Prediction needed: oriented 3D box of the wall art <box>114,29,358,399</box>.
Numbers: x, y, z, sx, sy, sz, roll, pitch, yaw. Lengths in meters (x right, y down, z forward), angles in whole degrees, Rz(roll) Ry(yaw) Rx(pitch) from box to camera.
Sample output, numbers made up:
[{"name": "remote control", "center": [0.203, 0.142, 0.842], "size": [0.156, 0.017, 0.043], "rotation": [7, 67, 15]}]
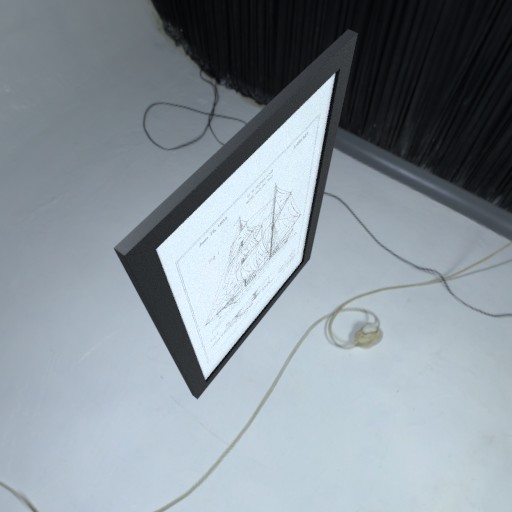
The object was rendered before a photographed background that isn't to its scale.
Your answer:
[{"name": "wall art", "center": [0.000, 0.000, 0.581], "size": [0.011, 0.459, 0.326], "rotation": [33, 65, 18]}]
